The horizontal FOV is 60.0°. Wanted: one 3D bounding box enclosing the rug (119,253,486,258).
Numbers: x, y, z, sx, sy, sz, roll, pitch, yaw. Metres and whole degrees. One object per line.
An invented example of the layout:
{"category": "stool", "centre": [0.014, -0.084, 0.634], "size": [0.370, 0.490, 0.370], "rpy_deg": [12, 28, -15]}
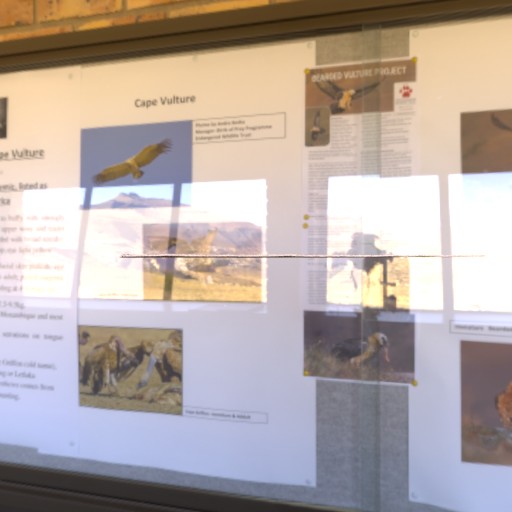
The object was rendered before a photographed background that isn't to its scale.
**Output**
{"category": "rug", "centre": [0.000, 0.000, 3.348], "size": [1.964, 0.025, 2.455], "rpy_deg": [0, 0, -18]}
